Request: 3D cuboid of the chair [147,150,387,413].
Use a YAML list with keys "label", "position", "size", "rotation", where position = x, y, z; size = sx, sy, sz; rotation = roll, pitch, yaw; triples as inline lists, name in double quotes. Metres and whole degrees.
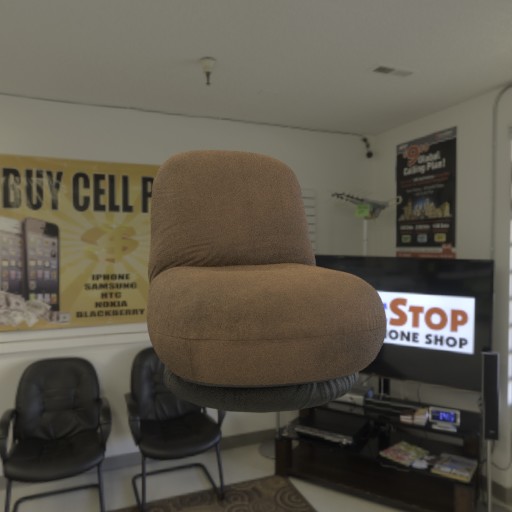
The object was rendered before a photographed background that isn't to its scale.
- label: "chair"
  position: [0.000, 0.000, 1.062]
  size: [0.521, 0.594, 0.597]
  rotation: [-1, 2, -19]
